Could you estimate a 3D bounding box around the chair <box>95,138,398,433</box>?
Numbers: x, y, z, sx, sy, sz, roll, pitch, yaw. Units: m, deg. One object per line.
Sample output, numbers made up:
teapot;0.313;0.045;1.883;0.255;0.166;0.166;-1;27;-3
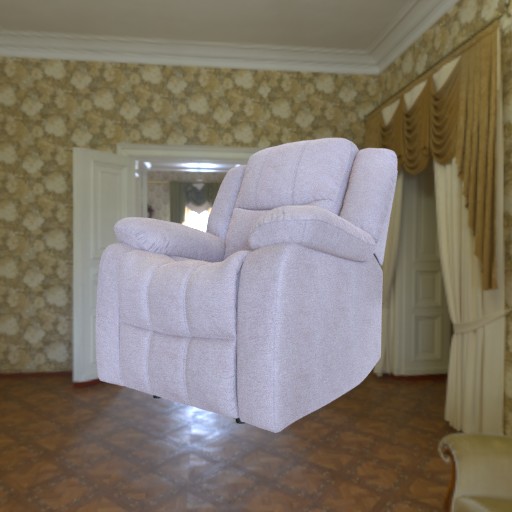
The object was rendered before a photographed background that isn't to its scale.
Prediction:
chair;0.000;0.000;1.731;0.899;1.008;0.944;1;1;37
